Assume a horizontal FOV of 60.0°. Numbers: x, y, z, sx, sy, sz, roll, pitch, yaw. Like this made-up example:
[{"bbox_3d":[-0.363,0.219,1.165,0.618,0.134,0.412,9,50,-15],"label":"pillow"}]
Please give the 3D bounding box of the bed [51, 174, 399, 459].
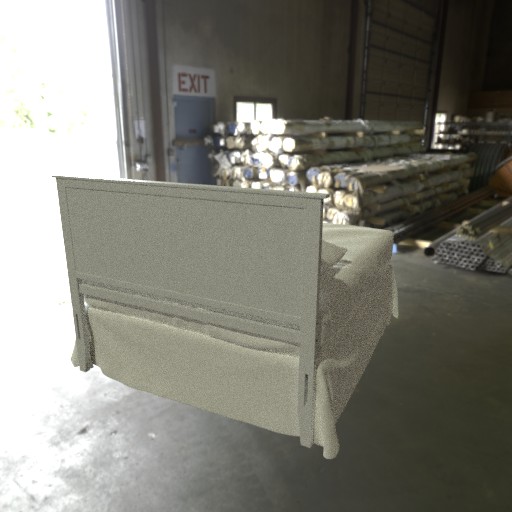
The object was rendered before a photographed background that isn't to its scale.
[{"bbox_3d":[0.000,0.000,3.208,1.876,1.269,2.047,8,19,26],"label":"bed"}]
